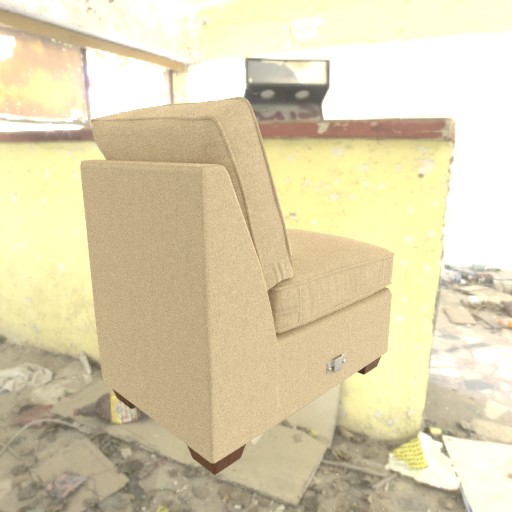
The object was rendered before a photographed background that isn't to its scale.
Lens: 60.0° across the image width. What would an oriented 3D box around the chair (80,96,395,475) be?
[{"bbox_3d":[0.000,0.000,1.548,0.621,0.970,0.938,13,19,43],"label":"chair"}]
